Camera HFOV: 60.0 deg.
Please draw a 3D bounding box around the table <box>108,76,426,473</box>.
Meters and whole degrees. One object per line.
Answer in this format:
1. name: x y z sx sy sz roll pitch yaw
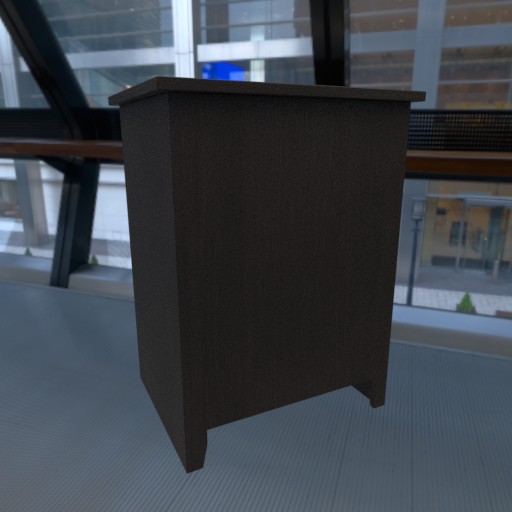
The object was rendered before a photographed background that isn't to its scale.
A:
1. table: 0.000 0.000 0.924 0.480 0.635 0.381 -8 17 -26
